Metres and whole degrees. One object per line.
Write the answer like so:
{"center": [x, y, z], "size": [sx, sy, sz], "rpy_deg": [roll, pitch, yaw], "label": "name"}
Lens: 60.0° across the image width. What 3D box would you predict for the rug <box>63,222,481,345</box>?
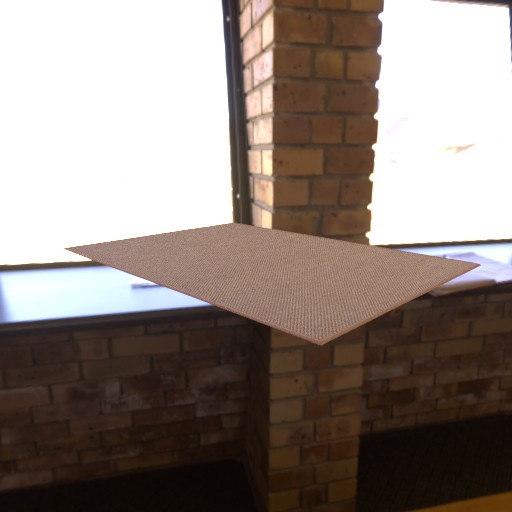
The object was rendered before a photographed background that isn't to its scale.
{"center": [0.000, 0.000, 2.746], "size": [2.134, 0.013, 1.524], "rpy_deg": [13, 19, 43], "label": "rug"}
